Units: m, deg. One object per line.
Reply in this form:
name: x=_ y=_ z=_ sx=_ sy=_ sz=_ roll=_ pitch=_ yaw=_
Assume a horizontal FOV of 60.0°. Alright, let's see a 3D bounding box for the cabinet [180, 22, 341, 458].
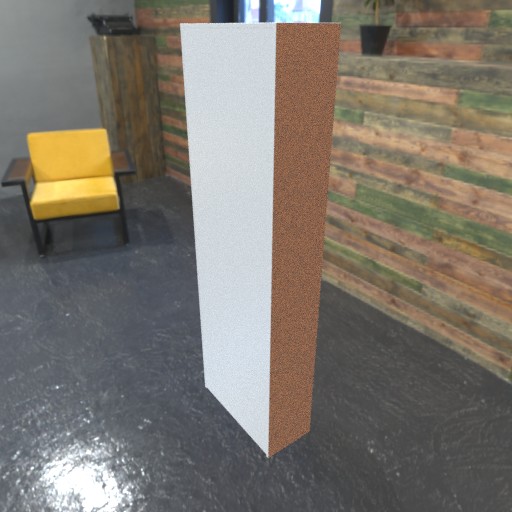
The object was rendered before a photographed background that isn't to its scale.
cabinet: x=0.000 y=0.000 z=1.754 sx=0.255 sy=1.630 sz=0.520 roll=-19 pitch=33 yaw=-32
